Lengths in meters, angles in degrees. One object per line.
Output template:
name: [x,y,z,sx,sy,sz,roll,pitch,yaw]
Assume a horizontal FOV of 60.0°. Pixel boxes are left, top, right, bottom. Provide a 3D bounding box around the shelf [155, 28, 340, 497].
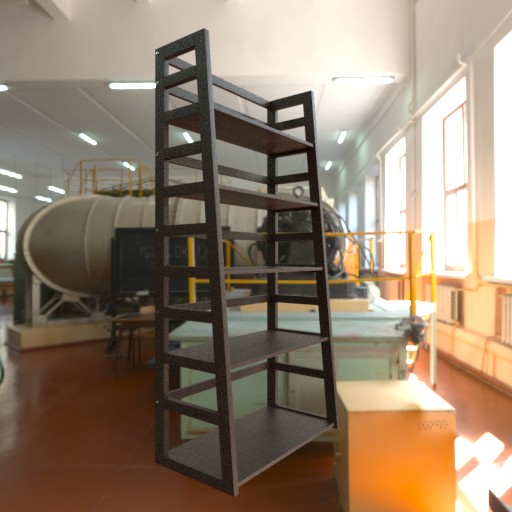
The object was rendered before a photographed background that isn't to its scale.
shelf: [0.000,0.000,1.893,0.403,1.600,0.763,0,0,38]
